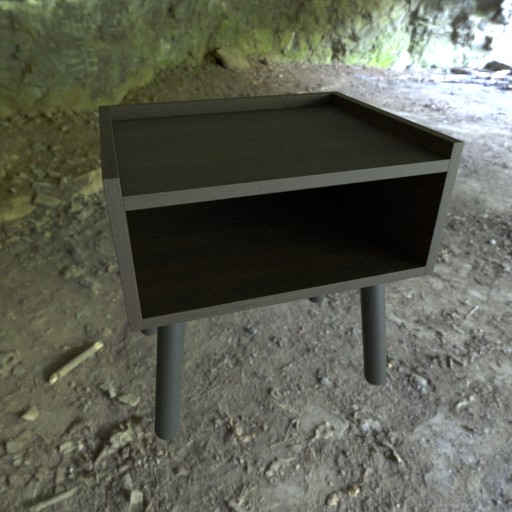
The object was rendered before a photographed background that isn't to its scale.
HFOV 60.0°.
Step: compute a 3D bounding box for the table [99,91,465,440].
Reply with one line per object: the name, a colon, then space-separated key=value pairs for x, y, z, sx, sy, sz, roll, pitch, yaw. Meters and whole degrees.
table: x=0.000 y=0.000 z=0.786 sx=0.450 sy=0.470 sz=0.370 roll=-9 pitch=32 yaw=-15
